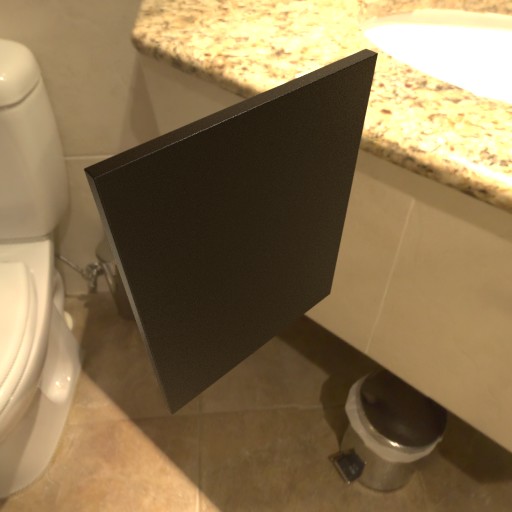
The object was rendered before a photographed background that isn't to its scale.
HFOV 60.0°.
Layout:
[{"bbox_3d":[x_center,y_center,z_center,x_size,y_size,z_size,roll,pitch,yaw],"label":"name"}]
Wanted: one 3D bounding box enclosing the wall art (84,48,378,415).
[{"bbox_3d":[0.000,0.000,1.594,0.950,1.194,0.053,-33,55,-27],"label":"wall art"}]
